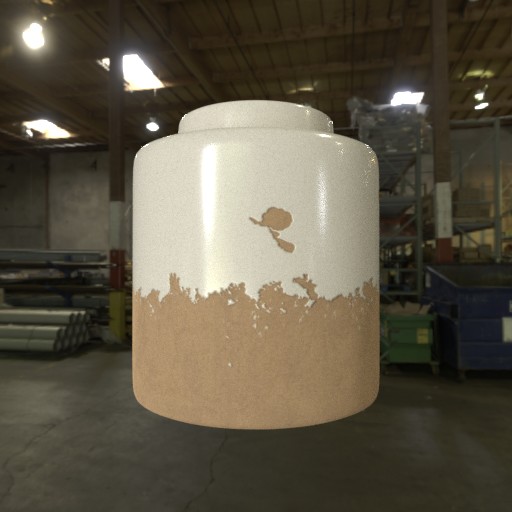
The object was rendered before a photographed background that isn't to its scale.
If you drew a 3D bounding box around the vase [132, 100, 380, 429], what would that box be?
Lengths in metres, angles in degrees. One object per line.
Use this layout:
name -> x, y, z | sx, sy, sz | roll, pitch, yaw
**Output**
vase -> 0.000, 0.000, 0.285 | 0.153, 0.167, 0.153 | 0, -1, 0
